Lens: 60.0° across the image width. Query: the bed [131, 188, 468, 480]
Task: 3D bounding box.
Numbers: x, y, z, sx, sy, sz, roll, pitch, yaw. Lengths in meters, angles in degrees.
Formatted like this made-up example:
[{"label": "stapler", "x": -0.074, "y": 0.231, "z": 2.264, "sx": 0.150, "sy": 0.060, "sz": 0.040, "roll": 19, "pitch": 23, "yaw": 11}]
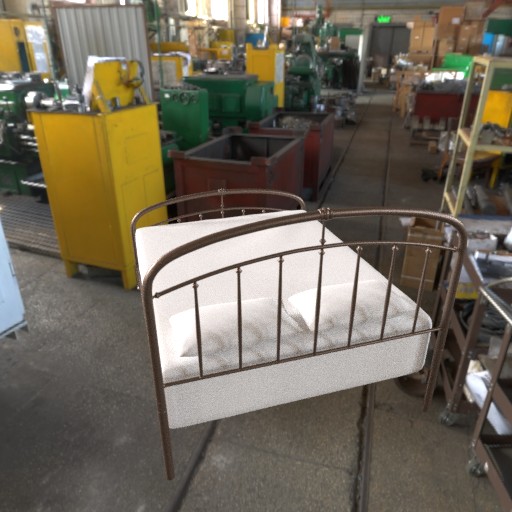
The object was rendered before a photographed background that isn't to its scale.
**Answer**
[{"label": "bed", "x": 0.000, "y": 0.000, "z": 3.236, "sx": 1.711, "sy": 1.475, "sz": 2.168, "roll": -8, "pitch": 27, "yaw": -15}]
